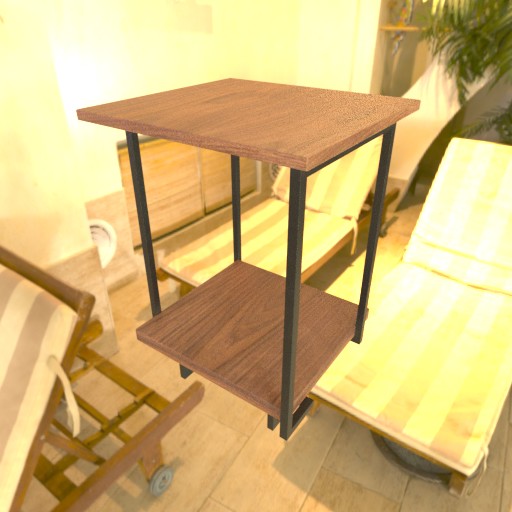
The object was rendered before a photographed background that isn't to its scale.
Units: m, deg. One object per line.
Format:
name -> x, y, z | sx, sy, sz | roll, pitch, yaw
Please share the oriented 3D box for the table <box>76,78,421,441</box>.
table -> 0.000, 0.000, 0.858 | 0.411, 0.567, 0.384 | 20, 36, 30
